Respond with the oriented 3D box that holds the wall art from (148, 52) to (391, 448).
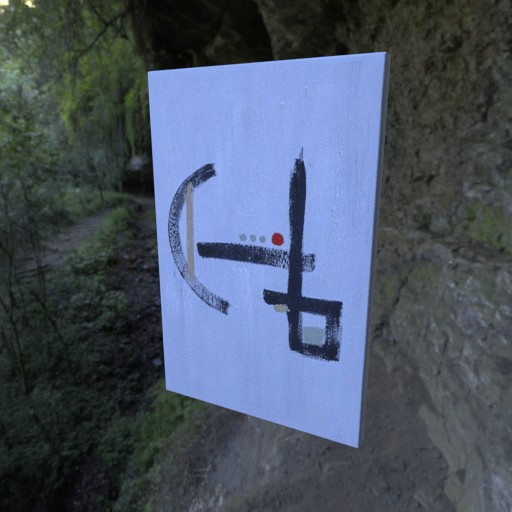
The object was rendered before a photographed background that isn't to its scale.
[{"bbox_3d":[0.000,0.000,1.139,0.602,0.916,0.048,7,17,26],"label":"wall art"}]
